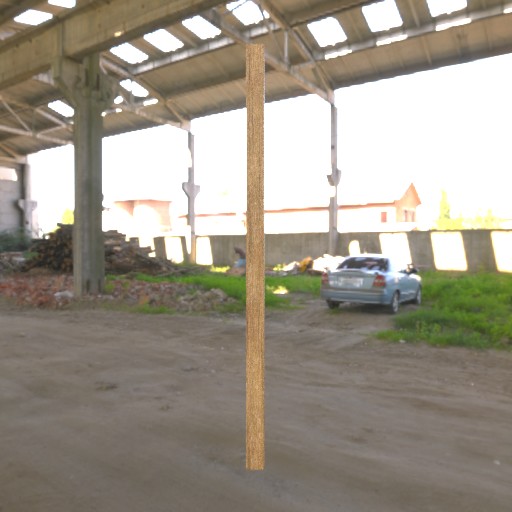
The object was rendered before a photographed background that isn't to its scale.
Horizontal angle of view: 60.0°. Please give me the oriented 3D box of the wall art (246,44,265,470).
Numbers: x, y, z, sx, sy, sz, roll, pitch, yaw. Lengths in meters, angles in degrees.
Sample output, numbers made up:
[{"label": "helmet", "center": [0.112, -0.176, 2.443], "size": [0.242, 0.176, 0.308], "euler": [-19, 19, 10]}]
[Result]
[{"label": "wall art", "center": [0.000, 0.000, 0.956], "size": [0.026, 0.588, 0.690], "euler": [0, 0, 0]}]
